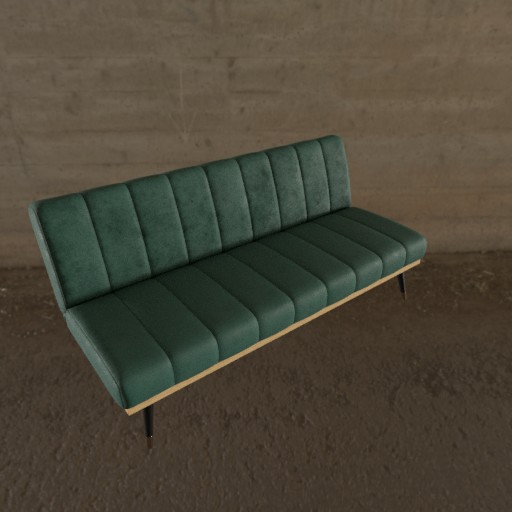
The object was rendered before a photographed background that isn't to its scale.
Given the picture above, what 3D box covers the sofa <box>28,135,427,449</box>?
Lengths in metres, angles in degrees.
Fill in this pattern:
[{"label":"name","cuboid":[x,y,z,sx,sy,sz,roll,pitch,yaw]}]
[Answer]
[{"label":"sofa","cuboid":[0.000,0.000,2.243,1.810,0.820,0.830,-21,36,-32]}]
